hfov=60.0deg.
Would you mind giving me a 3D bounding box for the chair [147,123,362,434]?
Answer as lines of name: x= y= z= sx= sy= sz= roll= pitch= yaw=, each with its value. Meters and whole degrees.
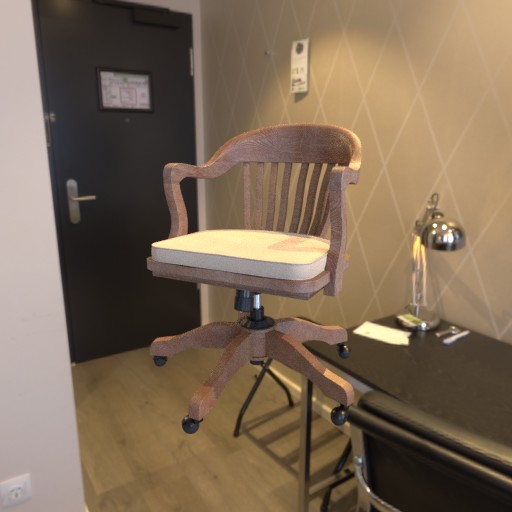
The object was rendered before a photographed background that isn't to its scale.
chair: x=0.000 y=0.000 z=1.467 sx=0.750 sy=0.878 sz=0.788 roll=7 pitch=15 yaw=26
